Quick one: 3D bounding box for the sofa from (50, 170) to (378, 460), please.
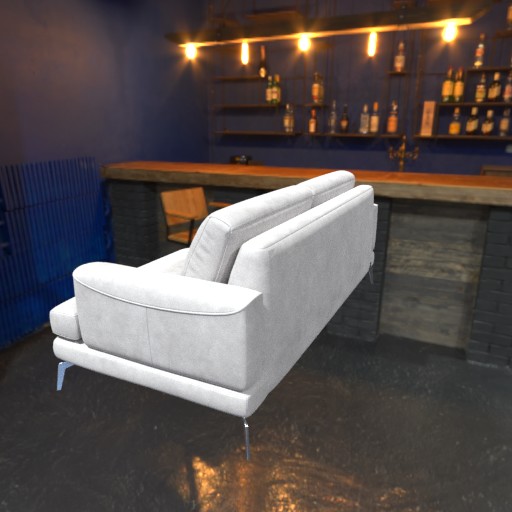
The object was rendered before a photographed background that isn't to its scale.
[{"bbox_3d":[0.000,0.000,2.477,0.980,0.830,2.013,8,19,25],"label":"sofa"}]
